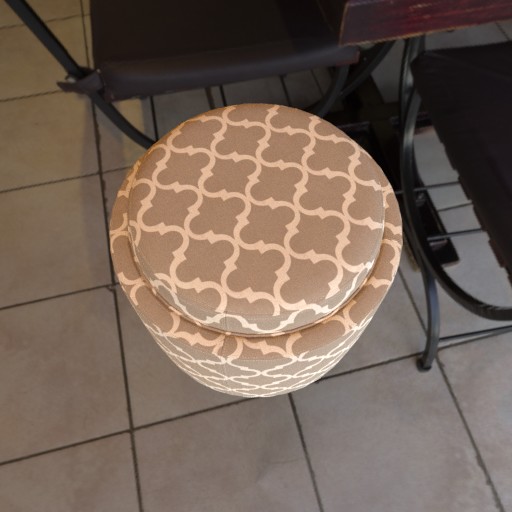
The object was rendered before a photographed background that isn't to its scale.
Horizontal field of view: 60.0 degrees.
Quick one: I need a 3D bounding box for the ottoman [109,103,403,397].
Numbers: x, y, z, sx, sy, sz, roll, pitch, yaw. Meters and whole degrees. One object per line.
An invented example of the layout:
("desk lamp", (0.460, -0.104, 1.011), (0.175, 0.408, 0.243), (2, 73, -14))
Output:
("ottoman", (0.000, 0.000, 0.845), (0.480, 0.429, 0.480), (0, 63, 0))
